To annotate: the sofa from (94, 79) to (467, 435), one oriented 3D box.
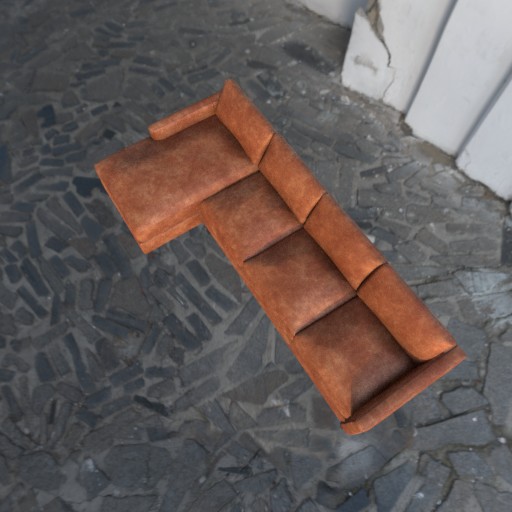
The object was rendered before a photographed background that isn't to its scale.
[{"bbox_3d":[0.000,0.000,3.542,1.471,0.859,2.993,-30,68,-13],"label":"sofa"}]
